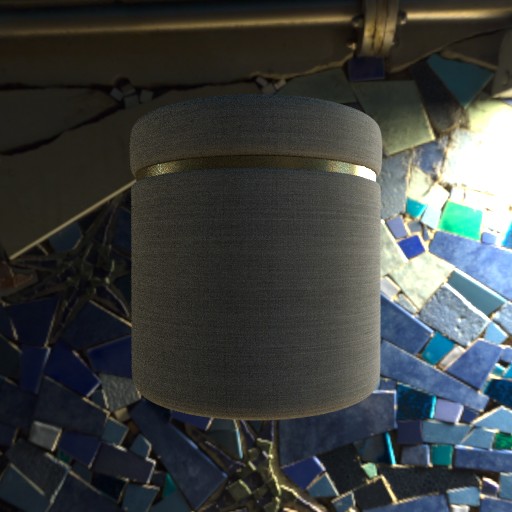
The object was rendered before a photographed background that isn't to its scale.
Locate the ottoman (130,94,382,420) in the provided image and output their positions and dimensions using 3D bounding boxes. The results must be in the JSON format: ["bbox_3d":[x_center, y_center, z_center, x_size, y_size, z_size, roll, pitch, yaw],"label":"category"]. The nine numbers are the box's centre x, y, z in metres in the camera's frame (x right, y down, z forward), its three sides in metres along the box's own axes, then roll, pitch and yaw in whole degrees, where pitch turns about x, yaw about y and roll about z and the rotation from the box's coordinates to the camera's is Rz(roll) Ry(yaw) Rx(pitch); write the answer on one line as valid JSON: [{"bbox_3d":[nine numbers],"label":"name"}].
[{"bbox_3d":[0.000,0.000,0.732,0.400,0.406,0.400,0,0,0],"label":"ottoman"}]
